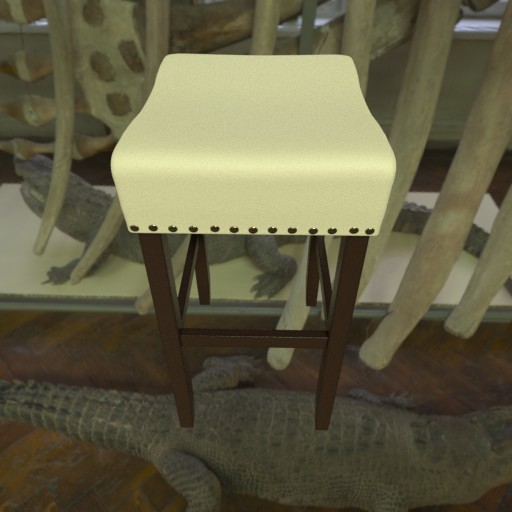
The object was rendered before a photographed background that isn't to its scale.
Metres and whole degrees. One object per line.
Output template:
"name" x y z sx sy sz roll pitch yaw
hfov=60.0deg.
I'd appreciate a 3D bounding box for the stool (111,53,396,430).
"stool" 0.000 0.000 1.020 0.401 0.762 0.471 1 41 1
